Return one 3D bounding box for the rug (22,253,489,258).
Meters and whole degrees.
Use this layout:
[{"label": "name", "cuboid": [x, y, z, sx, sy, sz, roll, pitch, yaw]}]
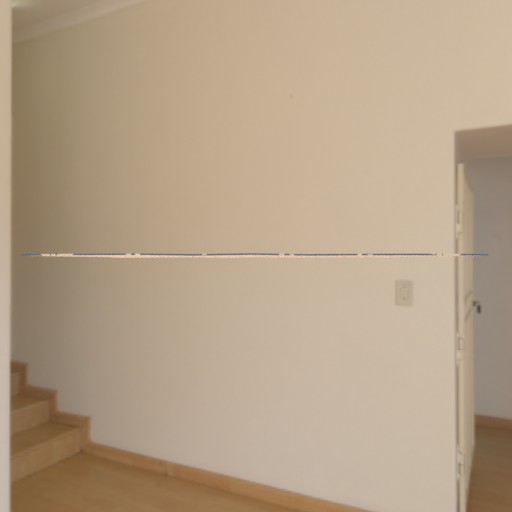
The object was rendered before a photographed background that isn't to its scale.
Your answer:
[{"label": "rug", "cuboid": [0.000, 0.000, 2.759, 2.135, 0.013, 1.524, 0, -1, 1]}]
